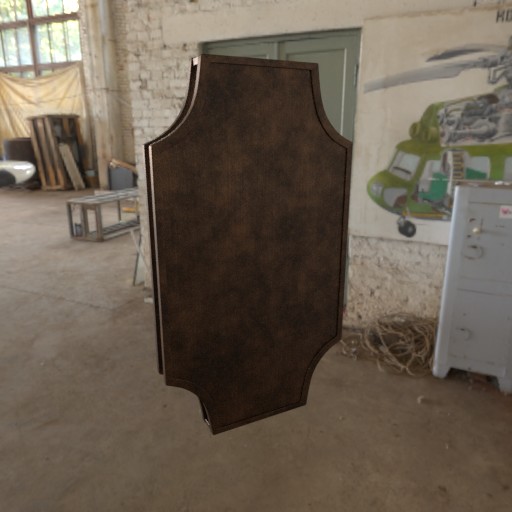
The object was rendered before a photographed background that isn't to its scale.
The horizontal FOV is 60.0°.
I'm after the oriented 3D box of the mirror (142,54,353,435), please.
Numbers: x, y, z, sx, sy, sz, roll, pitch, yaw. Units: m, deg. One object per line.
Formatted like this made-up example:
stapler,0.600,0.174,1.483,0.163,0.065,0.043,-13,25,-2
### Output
mirror,0.000,0.000,0.997,0.462,0.811,0.066,-8,18,-26
